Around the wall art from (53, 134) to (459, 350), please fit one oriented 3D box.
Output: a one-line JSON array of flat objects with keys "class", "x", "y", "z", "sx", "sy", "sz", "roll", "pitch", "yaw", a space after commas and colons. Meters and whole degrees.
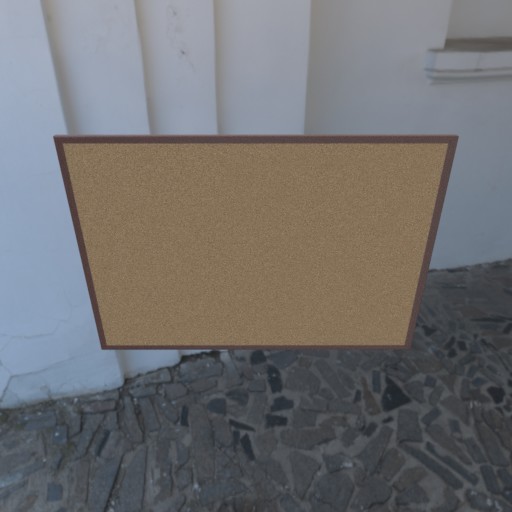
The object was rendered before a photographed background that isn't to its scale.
[{"class": "wall art", "x": 0.000, "y": 0.000, "z": 0.839, "sx": 0.660, "sy": 0.455, "sz": 0.014, "roll": 0, "pitch": 30, "yaw": 0}]
